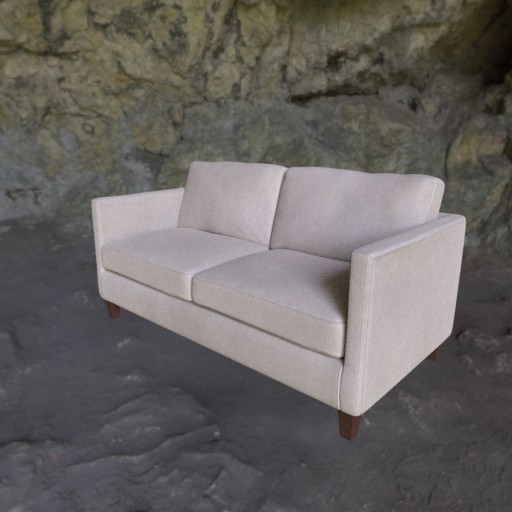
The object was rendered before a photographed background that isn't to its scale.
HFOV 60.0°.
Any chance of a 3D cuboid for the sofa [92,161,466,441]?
[{"bbox_3d":[0.000,0.000,2.395,1.846,0.940,0.950,14,21,40],"label":"sofa"}]
